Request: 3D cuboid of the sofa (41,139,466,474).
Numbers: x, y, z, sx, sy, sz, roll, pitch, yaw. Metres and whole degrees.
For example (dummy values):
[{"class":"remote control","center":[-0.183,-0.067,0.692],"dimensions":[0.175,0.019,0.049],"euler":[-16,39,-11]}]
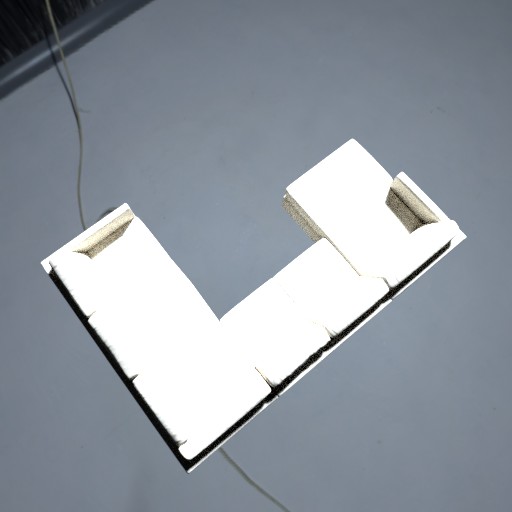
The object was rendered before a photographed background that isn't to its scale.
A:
[{"class":"sofa","center":[0.000,0.000,4.580],"dimensions":[3.464,0.882,2.448],"euler":[-38,78,-10]}]
